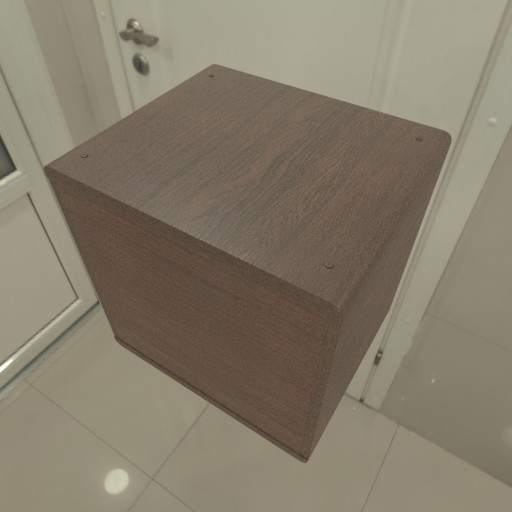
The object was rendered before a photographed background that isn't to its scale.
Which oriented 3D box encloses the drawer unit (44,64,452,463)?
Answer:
[{"bbox_3d":[0.000,0.000,0.602,0.344,0.344,0.290,25,52,22],"label":"drawer unit"}]
